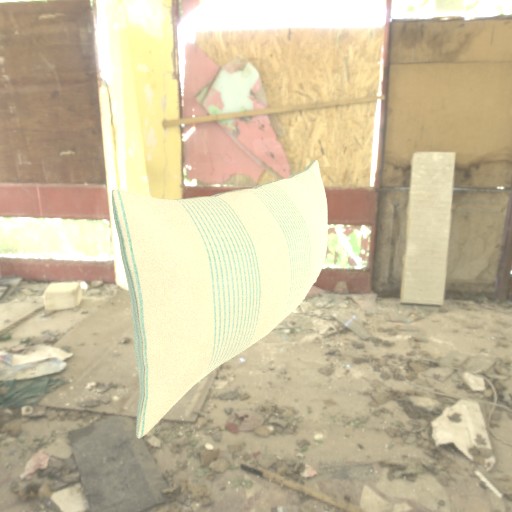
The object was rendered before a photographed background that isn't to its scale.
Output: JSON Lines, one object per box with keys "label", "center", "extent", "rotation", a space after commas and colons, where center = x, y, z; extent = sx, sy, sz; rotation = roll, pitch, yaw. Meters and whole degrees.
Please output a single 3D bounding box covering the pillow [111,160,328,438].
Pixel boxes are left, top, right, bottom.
{"label": "pillow", "center": [0.000, 0.000, 0.734], "extent": [0.151, 0.287, 0.610], "rotation": [8, 17, 26]}
